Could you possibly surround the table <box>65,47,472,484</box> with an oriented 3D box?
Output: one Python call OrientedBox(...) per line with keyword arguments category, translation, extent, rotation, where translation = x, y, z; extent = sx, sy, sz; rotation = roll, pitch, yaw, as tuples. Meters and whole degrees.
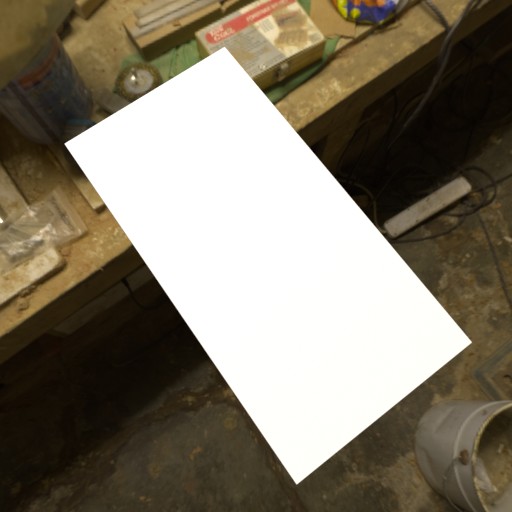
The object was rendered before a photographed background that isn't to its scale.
OrientedBox(category="table", translation=(0.000, 0.000, 1.510), extent=(0.609, 0.432, 1.194), rotation=(-35, 78, -9))
